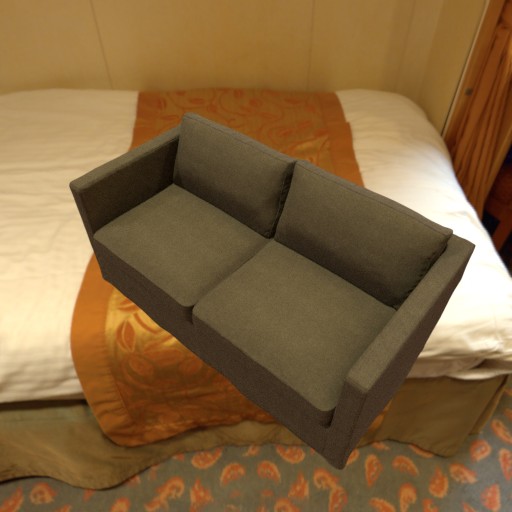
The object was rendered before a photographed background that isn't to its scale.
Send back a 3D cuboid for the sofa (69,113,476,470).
[{"bbox_3d":[0.000,0.000,2.320,1.802,0.854,0.974,32,54,27],"label":"sofa"}]
